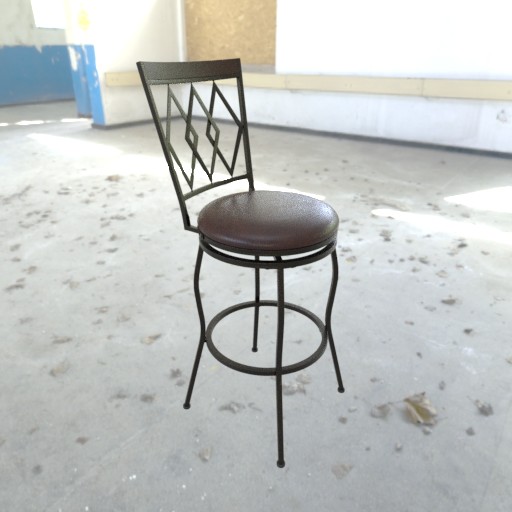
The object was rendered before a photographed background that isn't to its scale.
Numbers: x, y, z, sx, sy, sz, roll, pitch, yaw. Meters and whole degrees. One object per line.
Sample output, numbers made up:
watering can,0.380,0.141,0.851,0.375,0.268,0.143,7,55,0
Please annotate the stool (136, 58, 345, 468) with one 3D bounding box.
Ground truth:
stool,0.000,0.000,1.407,0.521,1.134,0.432,18,31,33
